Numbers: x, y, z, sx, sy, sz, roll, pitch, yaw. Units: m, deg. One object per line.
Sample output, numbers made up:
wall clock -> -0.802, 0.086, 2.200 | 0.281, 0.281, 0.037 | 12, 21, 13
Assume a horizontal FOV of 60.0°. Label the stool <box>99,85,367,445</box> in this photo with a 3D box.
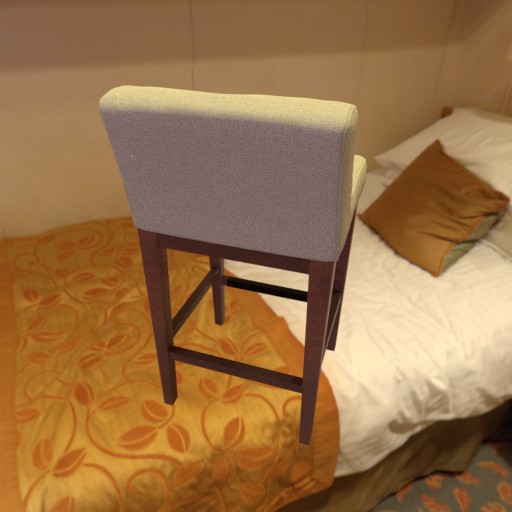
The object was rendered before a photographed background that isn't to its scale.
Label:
stool -> 0.000, 0.000, 1.231 | 0.511, 0.937, 0.500 | 10, 33, 16
